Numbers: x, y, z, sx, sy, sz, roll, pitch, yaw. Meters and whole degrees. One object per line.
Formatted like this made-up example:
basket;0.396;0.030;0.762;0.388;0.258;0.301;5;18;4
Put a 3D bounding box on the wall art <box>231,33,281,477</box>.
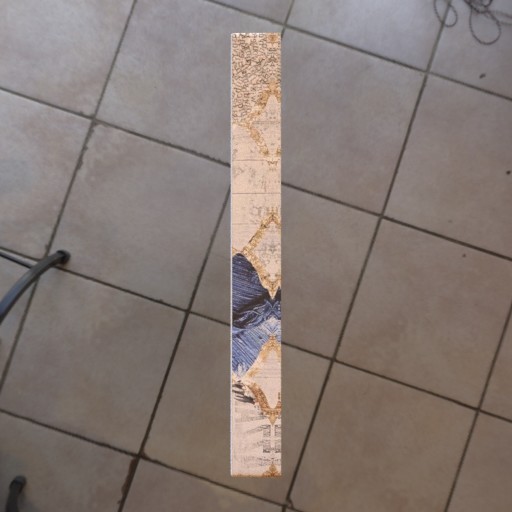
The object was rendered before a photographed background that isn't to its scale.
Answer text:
wall art;0.000;0.000;0.452;0.036;0.304;0.303;0;89;0
